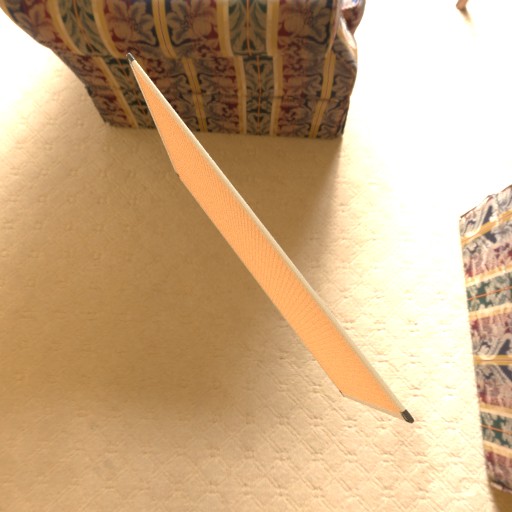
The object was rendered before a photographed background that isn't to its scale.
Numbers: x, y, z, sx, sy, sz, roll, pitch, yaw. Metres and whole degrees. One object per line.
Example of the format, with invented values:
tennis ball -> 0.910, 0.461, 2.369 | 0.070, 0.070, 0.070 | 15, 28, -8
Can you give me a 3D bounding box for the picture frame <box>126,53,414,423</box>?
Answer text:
picture frame -> 0.000, 0.000, 1.123 | 0.010, 0.600, 0.900 | -36, 79, -8
